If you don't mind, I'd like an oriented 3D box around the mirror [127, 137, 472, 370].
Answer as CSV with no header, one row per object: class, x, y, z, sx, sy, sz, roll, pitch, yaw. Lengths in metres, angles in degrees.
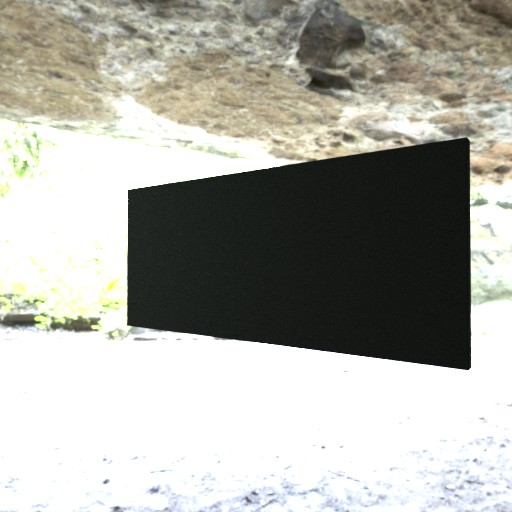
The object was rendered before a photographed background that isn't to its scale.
mirror,0.000,0.000,1.795,1.584,0.692,0.047,-1,-1,36
